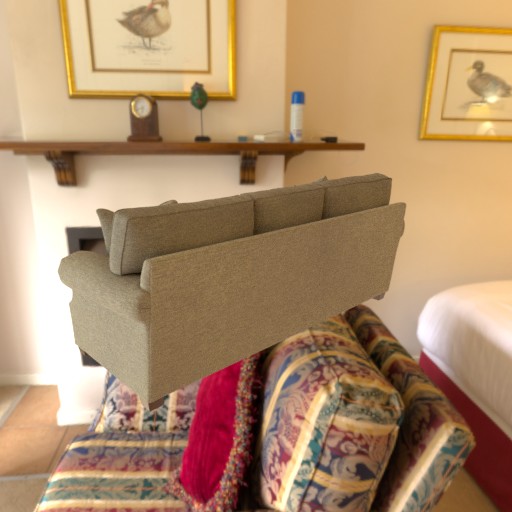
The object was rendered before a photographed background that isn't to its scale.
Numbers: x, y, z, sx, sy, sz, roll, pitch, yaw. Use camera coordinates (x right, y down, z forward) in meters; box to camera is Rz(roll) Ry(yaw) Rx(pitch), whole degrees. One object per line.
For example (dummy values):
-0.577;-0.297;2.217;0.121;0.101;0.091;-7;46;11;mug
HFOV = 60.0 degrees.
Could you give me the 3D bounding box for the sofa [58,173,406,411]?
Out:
0.000;0.000;2.934;2.312;0.975;0.965;-15;22;-42;sofa
